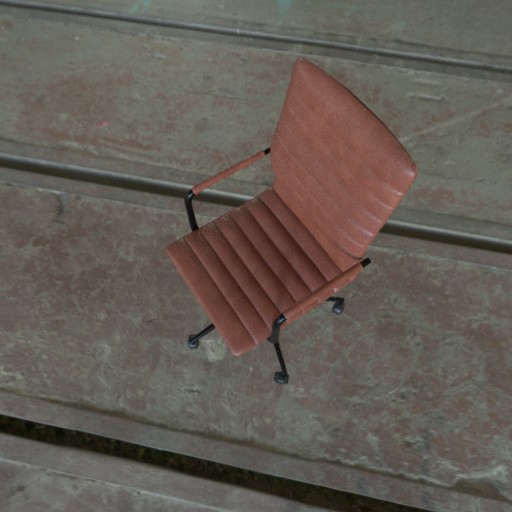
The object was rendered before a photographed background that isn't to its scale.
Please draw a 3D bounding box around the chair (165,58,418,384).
[{"bbox_3d":[0.000,0.000,1.295,0.578,0.878,0.600,-31,67,-14],"label":"chair"}]
